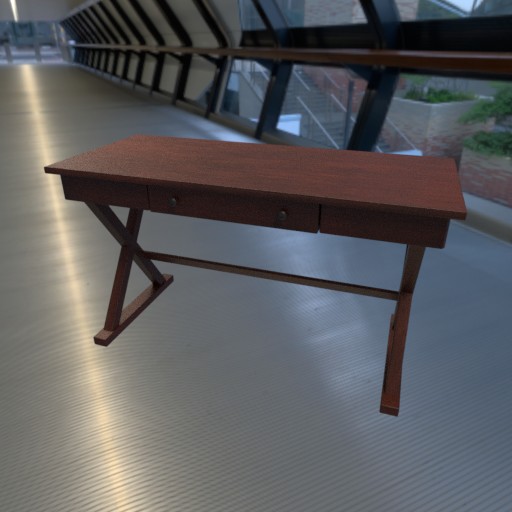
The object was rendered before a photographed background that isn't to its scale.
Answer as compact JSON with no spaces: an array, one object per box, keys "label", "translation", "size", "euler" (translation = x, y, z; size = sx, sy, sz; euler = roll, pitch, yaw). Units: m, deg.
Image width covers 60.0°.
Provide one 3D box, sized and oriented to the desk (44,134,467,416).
[{"label":"desk","translation":[0.000,0.000,1.780],"size":[1.372,0.761,0.600],"euler":[9,28,17]}]
